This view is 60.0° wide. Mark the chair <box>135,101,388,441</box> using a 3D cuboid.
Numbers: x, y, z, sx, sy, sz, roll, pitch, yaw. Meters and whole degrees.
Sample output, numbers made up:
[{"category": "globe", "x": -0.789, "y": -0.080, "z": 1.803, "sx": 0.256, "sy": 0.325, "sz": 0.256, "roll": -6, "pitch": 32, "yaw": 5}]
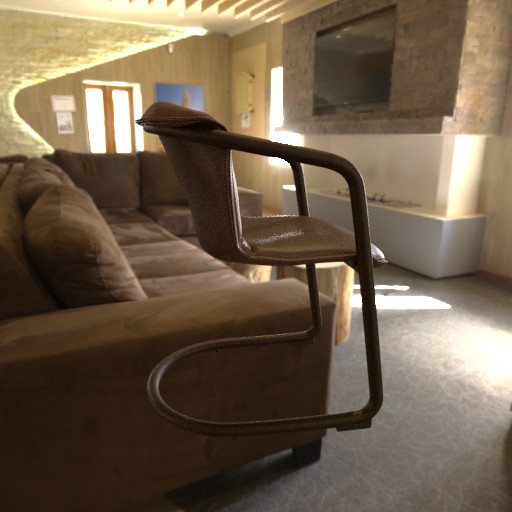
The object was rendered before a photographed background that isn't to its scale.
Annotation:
[{"category": "chair", "x": 0.000, "y": 0.000, "z": 1.278, "sx": 0.664, "sy": 0.836, "sz": 0.536, "roll": -3, "pitch": 15, "yaw": -10}]
